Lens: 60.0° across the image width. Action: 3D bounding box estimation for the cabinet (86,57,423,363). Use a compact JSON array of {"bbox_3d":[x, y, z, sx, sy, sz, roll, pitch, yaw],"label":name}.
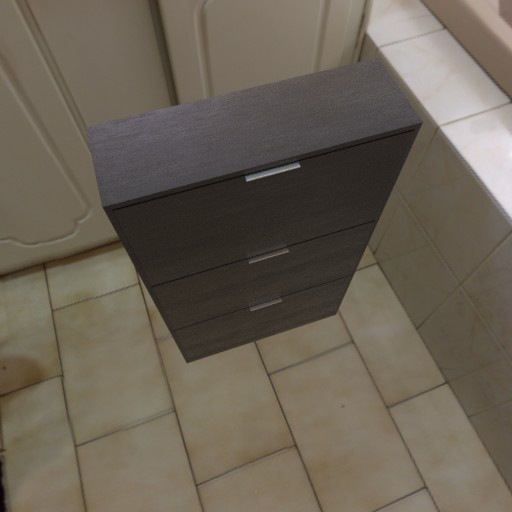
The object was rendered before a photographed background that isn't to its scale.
[{"bbox_3d":[0.000,0.000,1.593,0.750,1.280,0.250,-17,63,-9],"label":"cabinet"}]
